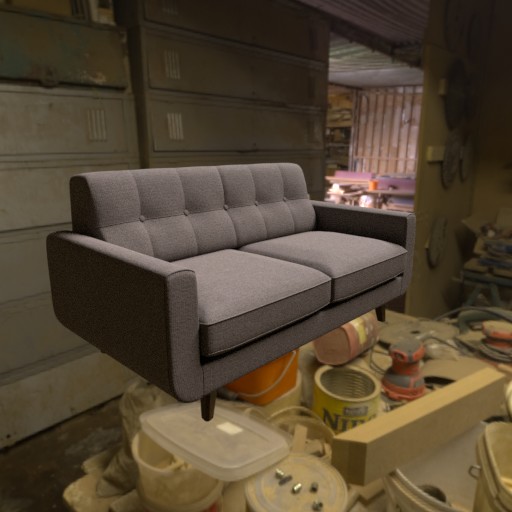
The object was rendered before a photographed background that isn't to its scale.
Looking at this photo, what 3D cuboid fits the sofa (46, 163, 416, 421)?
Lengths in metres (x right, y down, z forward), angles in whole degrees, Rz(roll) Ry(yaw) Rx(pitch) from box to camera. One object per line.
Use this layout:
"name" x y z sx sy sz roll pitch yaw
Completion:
"sofa" 0.000 0.000 2.155 0.909 0.841 1.631 13 20 42
